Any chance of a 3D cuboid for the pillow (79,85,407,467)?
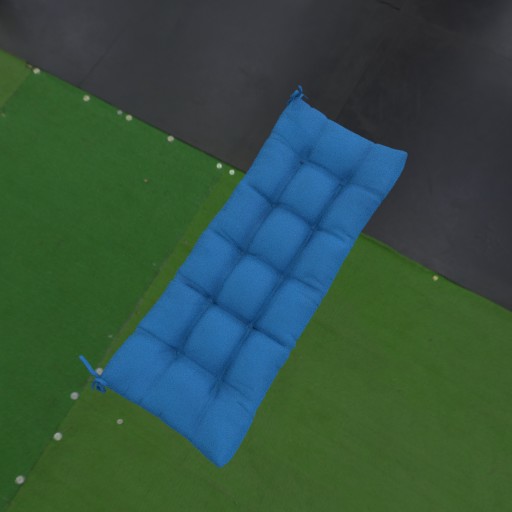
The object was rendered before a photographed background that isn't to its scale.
[{"bbox_3d":[0.000,0.000,1.391,0.511,0.174,1.194,31,77,8],"label":"pillow"}]
